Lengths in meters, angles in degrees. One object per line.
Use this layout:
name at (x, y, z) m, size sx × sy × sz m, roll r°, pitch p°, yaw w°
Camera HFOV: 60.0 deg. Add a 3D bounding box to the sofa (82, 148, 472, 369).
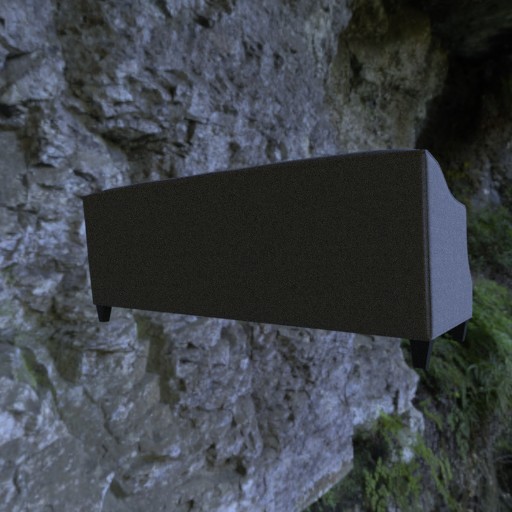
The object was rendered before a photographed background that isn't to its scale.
sofa at (0.000, 0.000, 2.674) m, size 2.235 × 0.901 × 0.914 m, roll 0°, pitch 0°, yaw 36°
